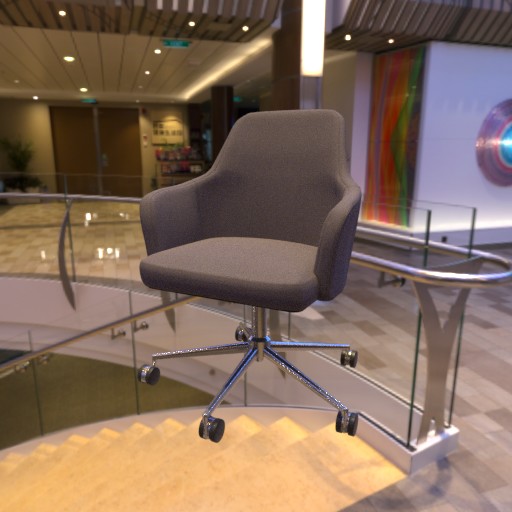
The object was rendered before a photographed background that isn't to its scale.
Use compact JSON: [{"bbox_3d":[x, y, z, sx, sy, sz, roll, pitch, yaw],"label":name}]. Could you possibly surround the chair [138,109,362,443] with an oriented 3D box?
[{"bbox_3d":[0.000,0.000,1.248,0.655,0.820,0.600,7,15,25],"label":"chair"}]
